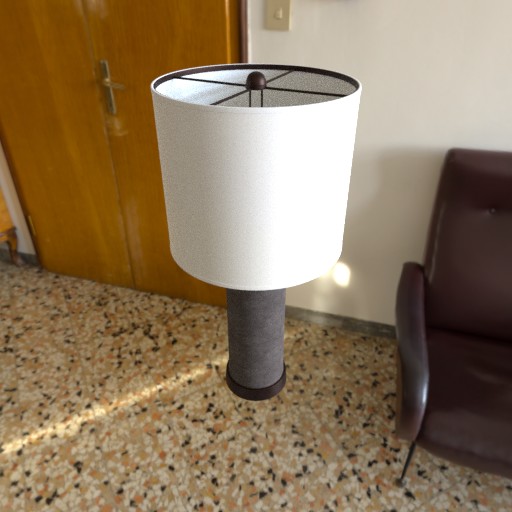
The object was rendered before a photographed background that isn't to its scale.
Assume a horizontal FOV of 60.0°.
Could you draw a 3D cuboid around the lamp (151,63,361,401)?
[{"bbox_3d":[0.000,0.000,0.806,0.301,0.630,0.301,-10,34,-15],"label":"lamp"}]
